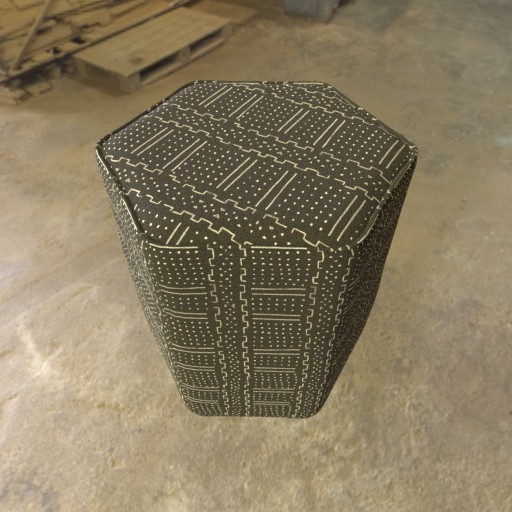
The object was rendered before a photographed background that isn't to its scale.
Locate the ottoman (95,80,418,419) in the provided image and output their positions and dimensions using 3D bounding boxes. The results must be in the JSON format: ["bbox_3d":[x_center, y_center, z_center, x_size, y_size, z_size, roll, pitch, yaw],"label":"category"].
[{"bbox_3d":[0.000,0.000,0.842,0.443,0.502,0.494,24,51,21],"label":"ottoman"}]
